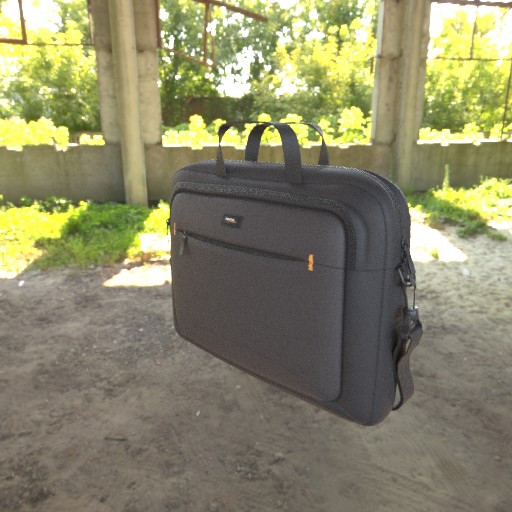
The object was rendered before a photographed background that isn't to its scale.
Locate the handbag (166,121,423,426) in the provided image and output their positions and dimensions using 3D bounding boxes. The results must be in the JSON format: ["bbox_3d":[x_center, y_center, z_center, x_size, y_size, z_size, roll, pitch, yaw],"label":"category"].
[{"bbox_3d":[0.000,0.000,0.571,0.429,0.330,0.126,14,21,42],"label":"handbag"}]
